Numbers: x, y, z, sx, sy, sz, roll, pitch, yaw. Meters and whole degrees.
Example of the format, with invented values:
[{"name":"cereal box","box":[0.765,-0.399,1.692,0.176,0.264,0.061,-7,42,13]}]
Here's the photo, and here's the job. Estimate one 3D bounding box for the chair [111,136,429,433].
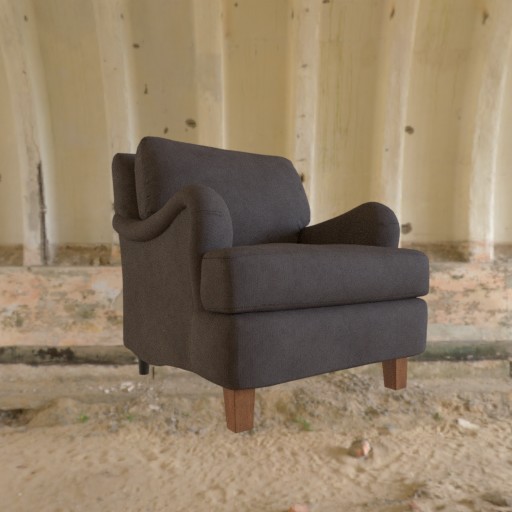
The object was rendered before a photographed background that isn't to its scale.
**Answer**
[{"name":"chair","box":[0.000,0.000,1.827,0.955,0.997,1.070,0,0,-35]}]
